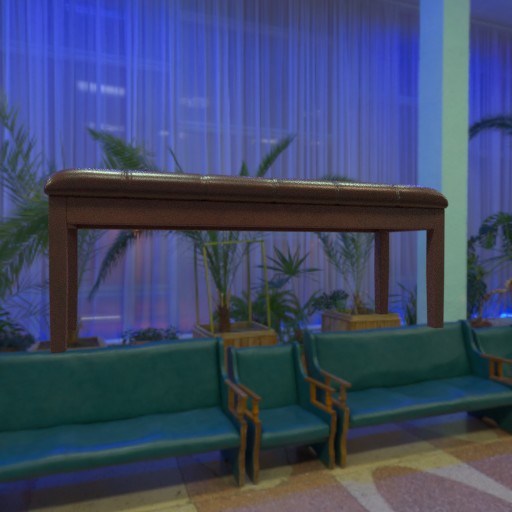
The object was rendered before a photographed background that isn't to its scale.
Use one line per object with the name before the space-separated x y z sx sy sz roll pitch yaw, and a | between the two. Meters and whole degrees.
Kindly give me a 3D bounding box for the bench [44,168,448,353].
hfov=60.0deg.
bench | 0.000 0.000 1.495 1.259 0.491 0.401 0 1 -18
